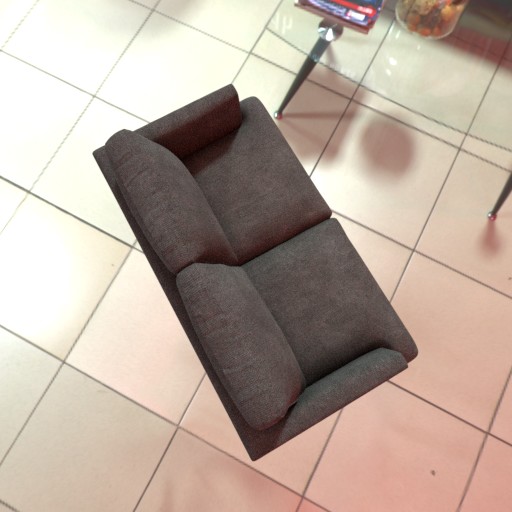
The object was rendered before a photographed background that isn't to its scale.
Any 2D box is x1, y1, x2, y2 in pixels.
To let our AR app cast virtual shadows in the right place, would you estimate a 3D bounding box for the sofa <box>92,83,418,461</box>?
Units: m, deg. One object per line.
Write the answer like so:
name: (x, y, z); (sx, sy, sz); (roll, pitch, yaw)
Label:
sofa: (0.000, 0.000, 2.166); (0.903, 0.956, 1.582); (-29, 78, -7)
